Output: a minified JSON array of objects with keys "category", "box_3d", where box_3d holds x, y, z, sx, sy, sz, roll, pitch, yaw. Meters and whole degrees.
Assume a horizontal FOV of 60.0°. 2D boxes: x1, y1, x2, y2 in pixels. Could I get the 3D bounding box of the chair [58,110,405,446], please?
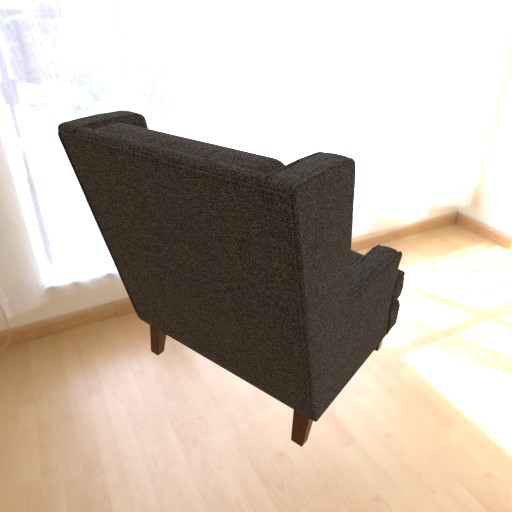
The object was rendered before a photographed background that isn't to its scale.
[{"category":"chair","box_3d":[0.000,0.000,1.759,0.942,1.082,0.927,21,36,32]}]
